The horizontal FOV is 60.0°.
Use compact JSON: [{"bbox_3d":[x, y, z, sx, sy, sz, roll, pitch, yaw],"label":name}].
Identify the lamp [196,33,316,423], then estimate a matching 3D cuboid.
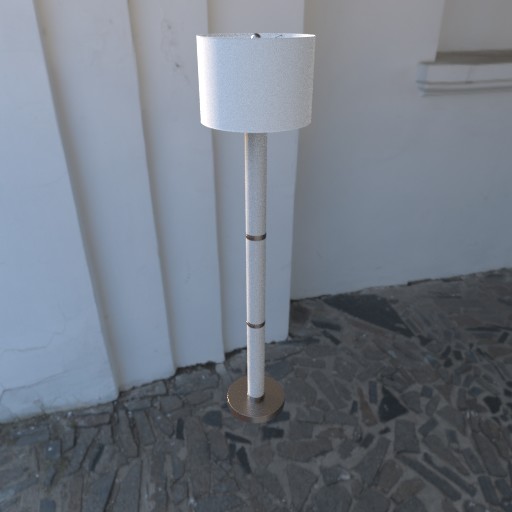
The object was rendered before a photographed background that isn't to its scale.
[{"bbox_3d":[0.000,0.000,1.779,0.377,1.599,0.377,0,28,-1],"label":"lamp"}]
